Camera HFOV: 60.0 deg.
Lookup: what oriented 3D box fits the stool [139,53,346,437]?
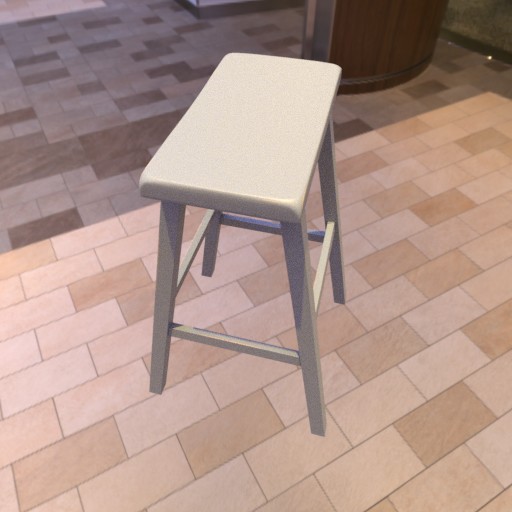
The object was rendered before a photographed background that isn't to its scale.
[{"bbox_3d":[0.000,0.000,1.033,0.476,0.737,0.457,11,48,10],"label":"stool"}]
